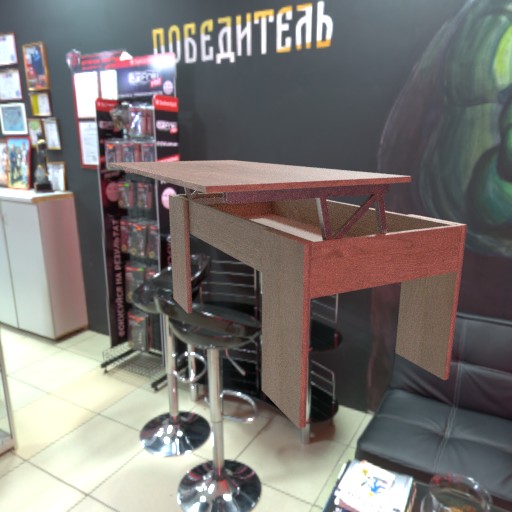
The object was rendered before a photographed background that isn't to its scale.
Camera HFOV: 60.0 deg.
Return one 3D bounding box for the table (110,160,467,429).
[{"bbox_3d":[0.000,0.000,1.444,0.711,0.570,1.000,-7,16,-26],"label":"table"}]
